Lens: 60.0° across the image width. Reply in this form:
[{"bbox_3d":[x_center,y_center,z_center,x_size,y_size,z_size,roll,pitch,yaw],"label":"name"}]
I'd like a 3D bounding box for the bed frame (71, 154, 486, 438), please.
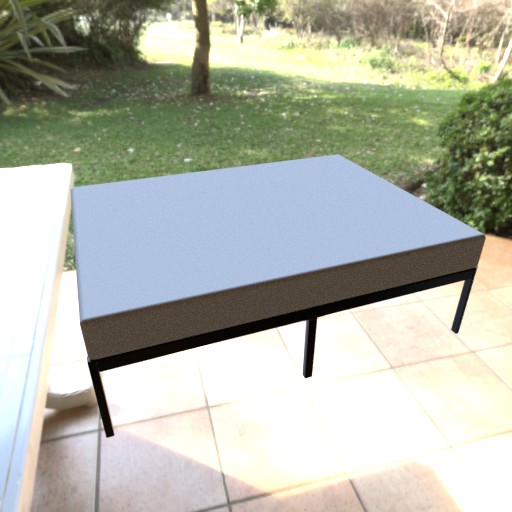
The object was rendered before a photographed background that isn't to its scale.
[{"bbox_3d":[0.000,0.000,2.799,2.072,0.659,1.557,-11,32,-18],"label":"bed frame"}]
